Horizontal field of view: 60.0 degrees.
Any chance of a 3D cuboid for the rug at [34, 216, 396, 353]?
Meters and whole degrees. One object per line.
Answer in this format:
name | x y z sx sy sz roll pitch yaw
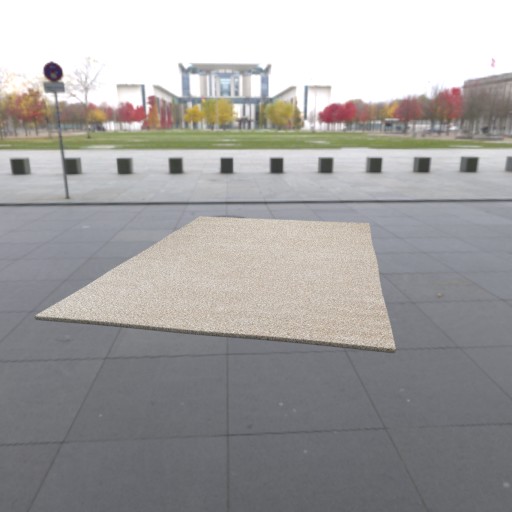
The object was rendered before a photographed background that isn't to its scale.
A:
rug | 0.000 0.000 3.394 1.800 0.025 2.699 3 17 11
